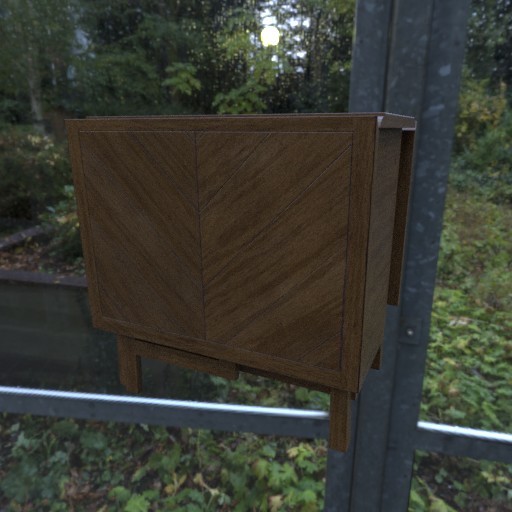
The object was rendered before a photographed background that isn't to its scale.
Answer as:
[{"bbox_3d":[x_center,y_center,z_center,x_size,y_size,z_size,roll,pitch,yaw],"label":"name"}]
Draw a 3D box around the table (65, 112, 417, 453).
[{"bbox_3d":[0.000,0.000,1.277,0.746,0.763,0.591,8,18,25],"label":"table"}]
